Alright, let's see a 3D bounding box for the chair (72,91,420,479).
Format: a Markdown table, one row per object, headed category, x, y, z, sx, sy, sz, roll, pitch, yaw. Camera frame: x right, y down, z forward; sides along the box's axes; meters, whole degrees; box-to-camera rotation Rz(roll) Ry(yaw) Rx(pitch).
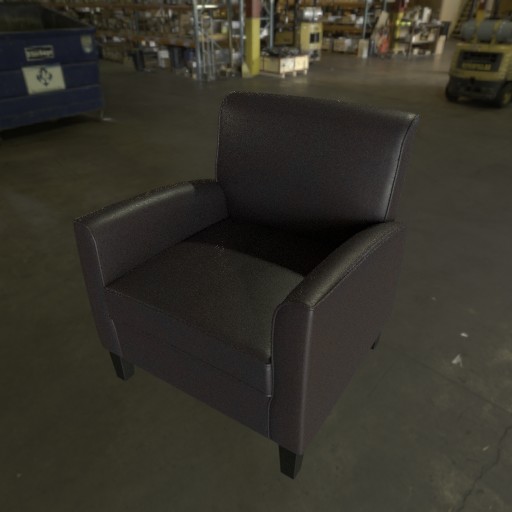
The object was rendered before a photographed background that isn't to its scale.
| category | x | y | z | sx | sy | sz | roll | pitch | yaw |
| --- | --- | --- | --- | --- | --- | --- | --- | --- | --- |
| chair | 0.000 | 0.000 | 1.512 | 0.820 | 0.916 | 0.819 | 18 | 35 | 28 |
